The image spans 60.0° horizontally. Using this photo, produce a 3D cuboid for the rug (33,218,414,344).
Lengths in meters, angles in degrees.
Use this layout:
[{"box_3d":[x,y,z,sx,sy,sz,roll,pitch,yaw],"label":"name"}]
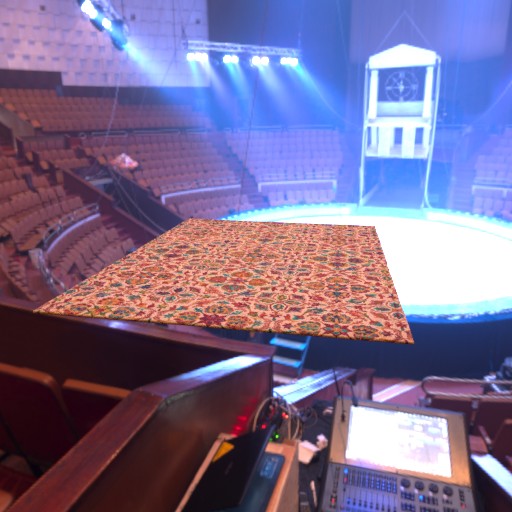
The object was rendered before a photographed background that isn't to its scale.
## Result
[{"box_3d":[0.000,0.000,4.261,2.446,0.020,3.215,3,16,10],"label":"rug"}]
